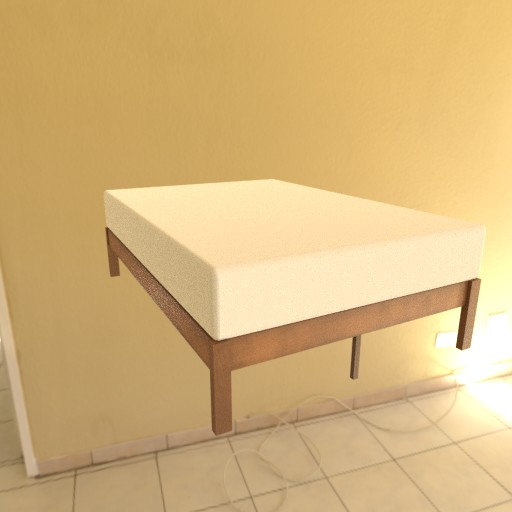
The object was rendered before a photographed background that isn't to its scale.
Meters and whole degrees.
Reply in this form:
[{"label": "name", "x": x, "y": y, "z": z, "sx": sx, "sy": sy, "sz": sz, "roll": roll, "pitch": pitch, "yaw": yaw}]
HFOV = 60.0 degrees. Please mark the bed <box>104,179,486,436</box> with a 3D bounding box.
[{"label": "bed", "x": 0.000, "y": 0.000, "z": 2.585, "sx": 1.348, "sy": 0.616, "sz": 1.927, "roll": -9, "pitch": 19, "yaw": -27}]
